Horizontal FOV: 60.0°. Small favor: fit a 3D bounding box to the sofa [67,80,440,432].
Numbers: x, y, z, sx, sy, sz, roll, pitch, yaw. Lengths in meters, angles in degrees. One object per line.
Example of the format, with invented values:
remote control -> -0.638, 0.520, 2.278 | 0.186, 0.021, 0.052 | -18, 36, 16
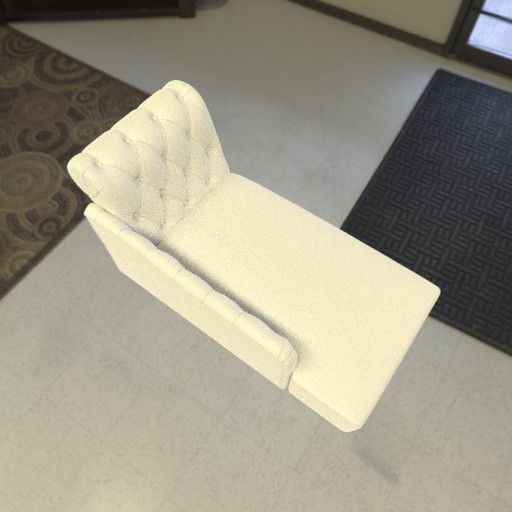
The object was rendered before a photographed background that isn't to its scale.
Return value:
sofa -> 0.000, 0.000, 1.835 | 1.379, 0.787, 0.675 | 32, 64, 18
